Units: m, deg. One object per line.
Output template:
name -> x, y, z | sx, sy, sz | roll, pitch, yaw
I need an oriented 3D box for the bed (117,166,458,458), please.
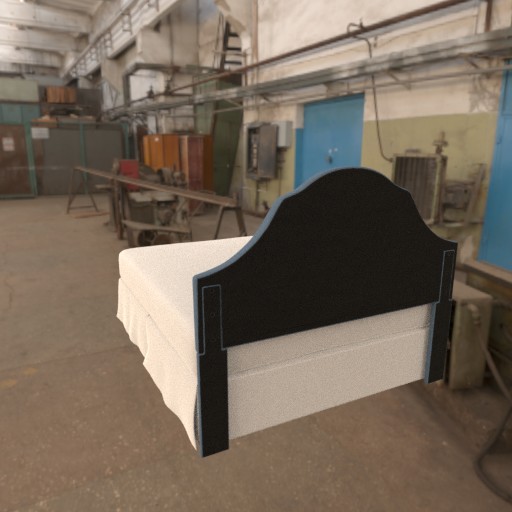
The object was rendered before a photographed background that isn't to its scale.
bed -> 0.000, 0.000, 3.831 | 2.039, 1.617, 2.477 | -7, 16, -26
